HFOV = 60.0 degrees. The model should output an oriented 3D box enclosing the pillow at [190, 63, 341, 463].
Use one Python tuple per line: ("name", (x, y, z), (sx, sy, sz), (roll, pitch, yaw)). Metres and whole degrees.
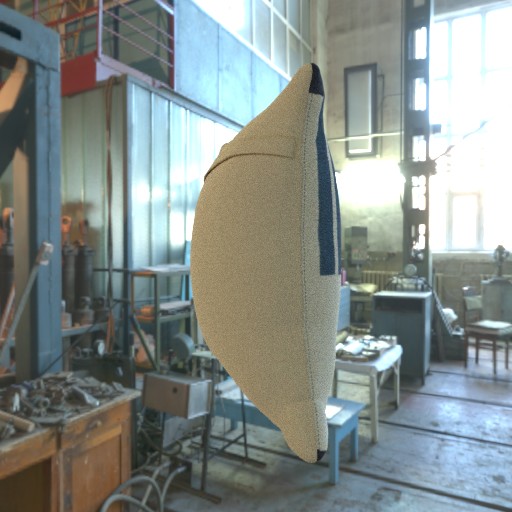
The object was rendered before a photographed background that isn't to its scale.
("pillow", (0.000, 0.000, 0.792), (0.229, 0.506, 0.536), (0, 1, -16))
